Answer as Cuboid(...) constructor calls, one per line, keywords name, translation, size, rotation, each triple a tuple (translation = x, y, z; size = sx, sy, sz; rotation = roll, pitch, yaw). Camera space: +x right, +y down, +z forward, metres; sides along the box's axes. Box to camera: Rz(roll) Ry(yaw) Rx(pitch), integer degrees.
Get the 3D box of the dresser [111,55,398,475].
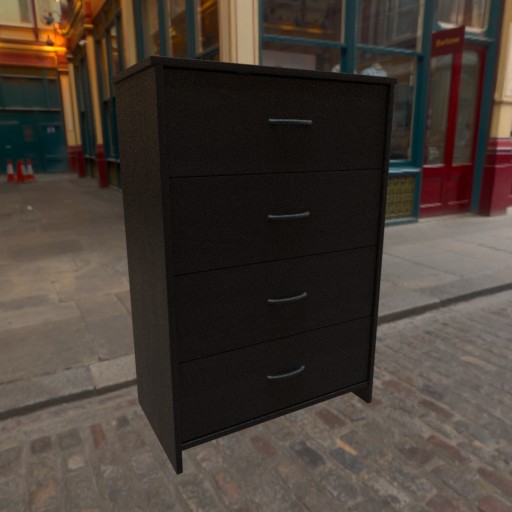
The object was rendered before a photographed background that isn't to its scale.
Cuboid(name="dresser", translation=(0.000, 0.000, 1.353), size=(0.700, 1.020, 0.398), rotation=(-8, 17, -28))
